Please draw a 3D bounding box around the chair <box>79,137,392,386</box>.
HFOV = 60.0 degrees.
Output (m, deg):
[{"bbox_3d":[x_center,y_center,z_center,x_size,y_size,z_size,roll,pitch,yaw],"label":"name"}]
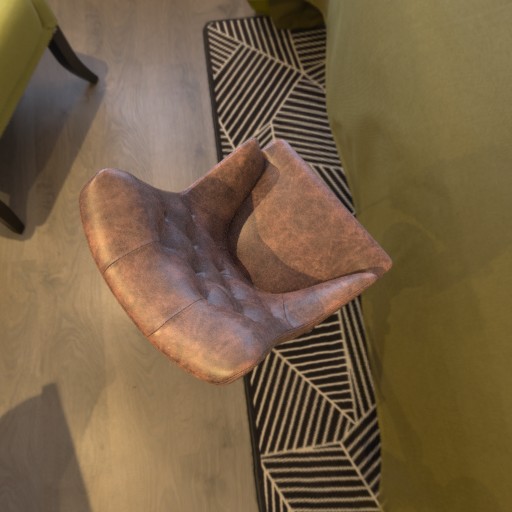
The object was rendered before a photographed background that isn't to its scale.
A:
[{"bbox_3d":[0.000,0.000,1.494,0.762,1.035,0.641,-37,79,-9],"label":"chair"}]
